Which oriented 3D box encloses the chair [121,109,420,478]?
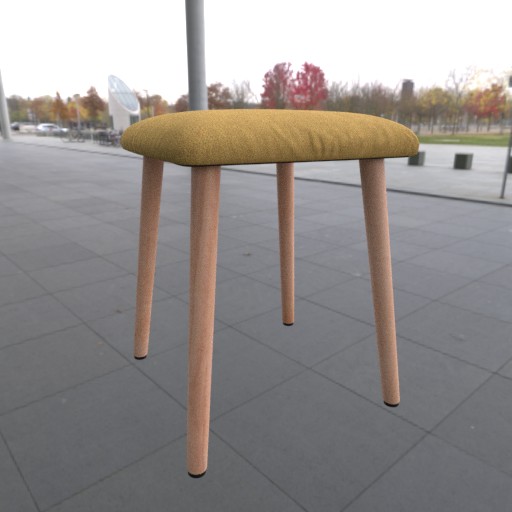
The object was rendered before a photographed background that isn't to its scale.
[{"bbox_3d":[0.000,0.000,0.702,0.350,0.440,0.350,-8,19,-25],"label":"chair"}]
